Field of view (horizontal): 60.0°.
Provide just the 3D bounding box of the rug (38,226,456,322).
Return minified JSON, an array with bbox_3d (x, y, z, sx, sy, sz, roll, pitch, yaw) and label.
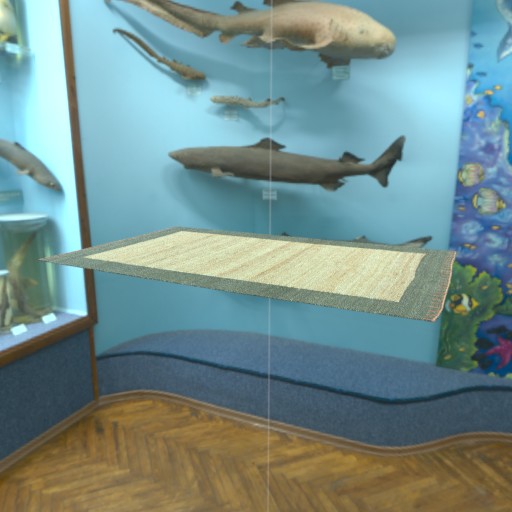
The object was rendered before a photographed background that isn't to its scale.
[{"bbox_3d":[0.000,0.000,2.995,2.435,0.006,1.521,7,15,26],"label":"rug"}]
